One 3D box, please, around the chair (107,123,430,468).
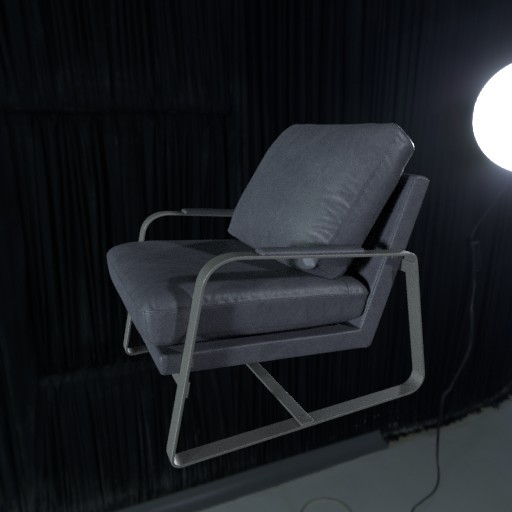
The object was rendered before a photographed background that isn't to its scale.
[{"bbox_3d":[0.000,0.000,1.450,0.878,0.839,0.692,-7,17,-24],"label":"chair"}]
